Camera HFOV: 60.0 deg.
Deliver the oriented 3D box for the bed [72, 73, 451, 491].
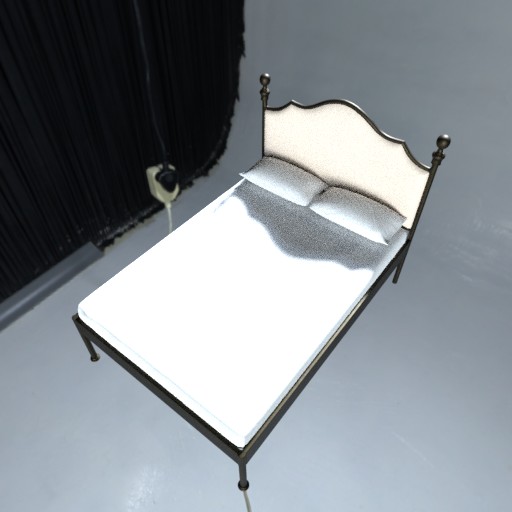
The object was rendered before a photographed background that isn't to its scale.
[{"bbox_3d":[0.000,0.000,3.096,1.533,1.462,2.170,30,53,25],"label":"bed"}]
